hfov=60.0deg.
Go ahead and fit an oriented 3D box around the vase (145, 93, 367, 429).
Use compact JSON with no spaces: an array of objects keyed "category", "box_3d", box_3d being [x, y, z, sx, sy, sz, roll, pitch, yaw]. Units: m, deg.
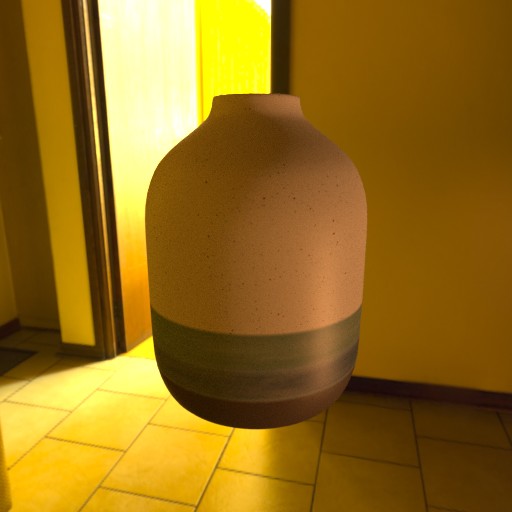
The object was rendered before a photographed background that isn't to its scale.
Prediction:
[{"category":"vase","box_3d":[0.000,0.000,0.354,0.169,0.240,0.169,0,15,0]}]
